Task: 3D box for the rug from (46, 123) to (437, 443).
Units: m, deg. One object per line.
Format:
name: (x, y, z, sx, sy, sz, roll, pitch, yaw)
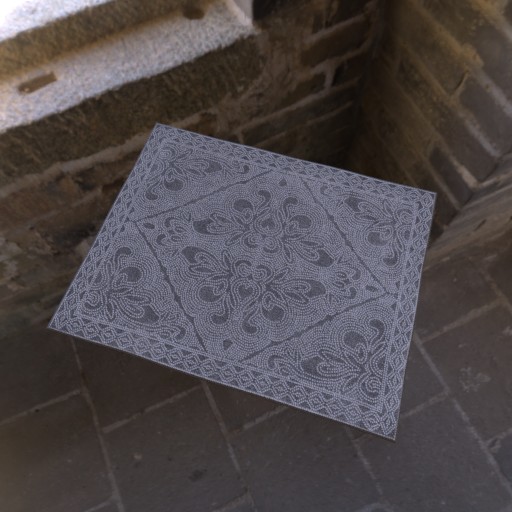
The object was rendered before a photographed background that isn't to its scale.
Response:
rug: (0.000, 0.000, 4.120, 3.048, 0.012, 2.438, 16, 65, 8)
